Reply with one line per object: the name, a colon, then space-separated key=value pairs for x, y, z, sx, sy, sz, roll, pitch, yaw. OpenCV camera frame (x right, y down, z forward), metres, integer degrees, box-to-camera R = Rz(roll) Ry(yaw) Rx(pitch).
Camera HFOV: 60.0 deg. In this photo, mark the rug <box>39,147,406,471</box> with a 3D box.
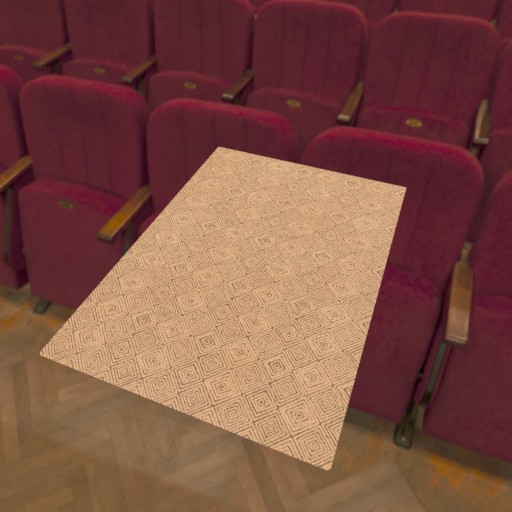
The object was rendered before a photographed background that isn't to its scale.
rug: x=0.000 y=0.000 z=2.881 sx=1.593 sy=0.008 sz=2.238 roll=16 pitch=47 yaw=15
